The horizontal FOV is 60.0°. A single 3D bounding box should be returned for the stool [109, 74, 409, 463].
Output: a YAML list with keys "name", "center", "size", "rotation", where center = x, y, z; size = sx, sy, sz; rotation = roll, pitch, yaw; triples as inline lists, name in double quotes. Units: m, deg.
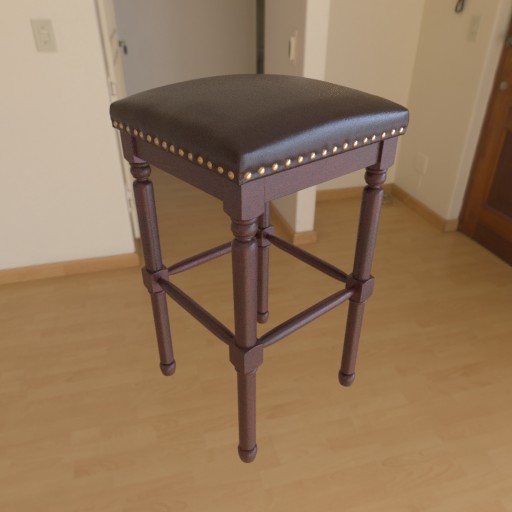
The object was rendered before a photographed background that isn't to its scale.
- name: "stool"
  center: [0.000, 0.000, 0.931]
  size: [0.383, 0.702, 0.382]
  rotation: [-24, 38, -34]
